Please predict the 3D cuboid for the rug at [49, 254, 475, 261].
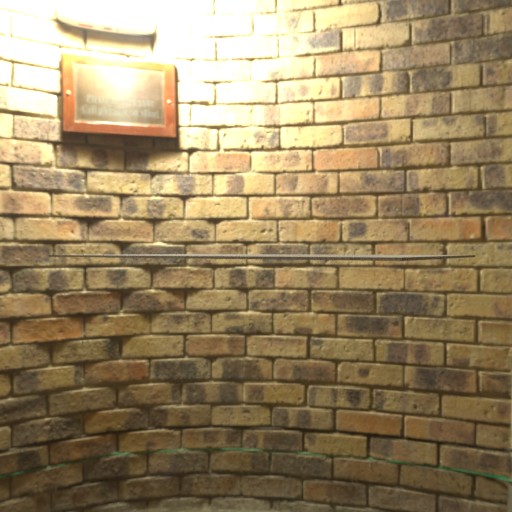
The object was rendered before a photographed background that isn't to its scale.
[{"bbox_3d":[0.000,0.000,2.983,2.438,0.014,1.524,0,1,35],"label":"rug"}]
